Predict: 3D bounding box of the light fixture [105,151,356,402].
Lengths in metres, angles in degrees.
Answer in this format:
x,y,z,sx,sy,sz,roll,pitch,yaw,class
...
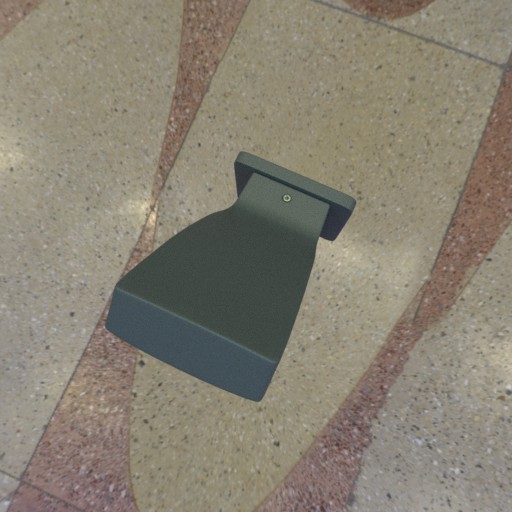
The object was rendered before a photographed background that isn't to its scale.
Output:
x,y,z,sx,sy,sz,roll,pitch,yaw,class
0.000,0.000,0.326,0.108,0.243,0.174,24,78,6,light fixture
